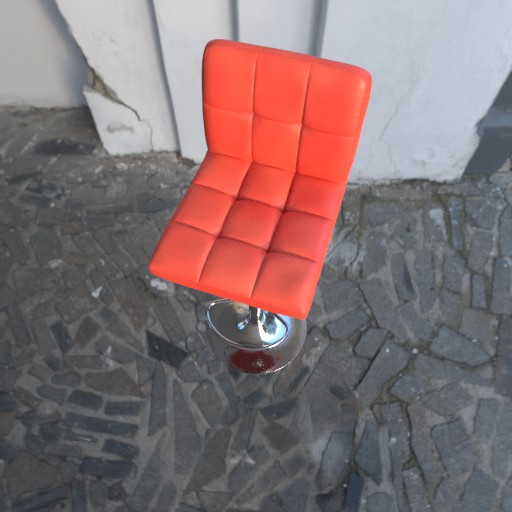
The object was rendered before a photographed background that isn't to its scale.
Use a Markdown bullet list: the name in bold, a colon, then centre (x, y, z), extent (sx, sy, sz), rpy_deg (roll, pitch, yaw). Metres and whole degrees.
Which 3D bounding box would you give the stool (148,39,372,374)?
- **stool**: centre (0.000, 0.000, 1.396), extent (0.430, 1.115, 0.505), rpy_deg (16, 60, 10)
